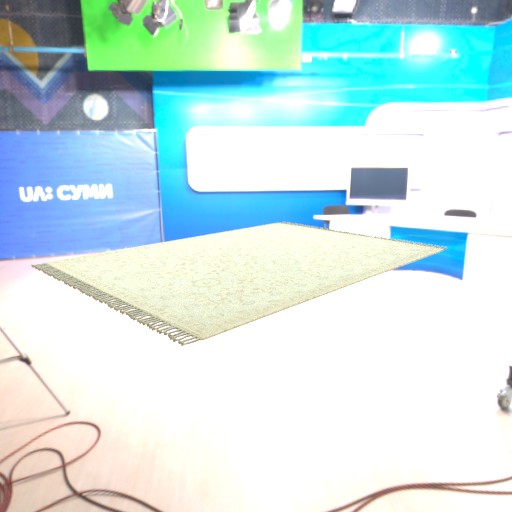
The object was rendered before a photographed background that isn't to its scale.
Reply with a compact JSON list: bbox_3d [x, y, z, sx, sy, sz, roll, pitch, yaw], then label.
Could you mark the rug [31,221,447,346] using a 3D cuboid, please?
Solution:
[{"bbox_3d":[0.000,0.000,2.266,1.771,0.015,1.223,-13,19,-43],"label":"rug"}]
